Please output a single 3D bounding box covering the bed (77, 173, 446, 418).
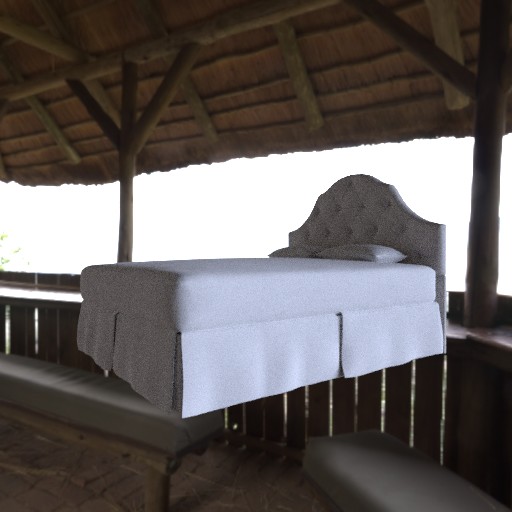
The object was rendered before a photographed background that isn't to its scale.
[{"bbox_3d":[0.000,0.000,3.730,2.477,1.617,2.039,-1,1,-36],"label":"bed"}]
